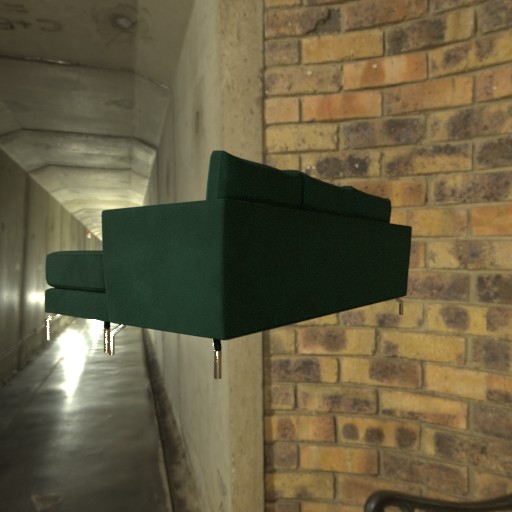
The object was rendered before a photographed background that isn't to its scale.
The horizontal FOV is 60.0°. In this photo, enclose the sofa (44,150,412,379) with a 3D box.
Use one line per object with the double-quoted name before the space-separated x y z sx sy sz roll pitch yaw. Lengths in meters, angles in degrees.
"sofa" 0.000 0.000 3.199 1.489 1.007 2.441 0 1 36
